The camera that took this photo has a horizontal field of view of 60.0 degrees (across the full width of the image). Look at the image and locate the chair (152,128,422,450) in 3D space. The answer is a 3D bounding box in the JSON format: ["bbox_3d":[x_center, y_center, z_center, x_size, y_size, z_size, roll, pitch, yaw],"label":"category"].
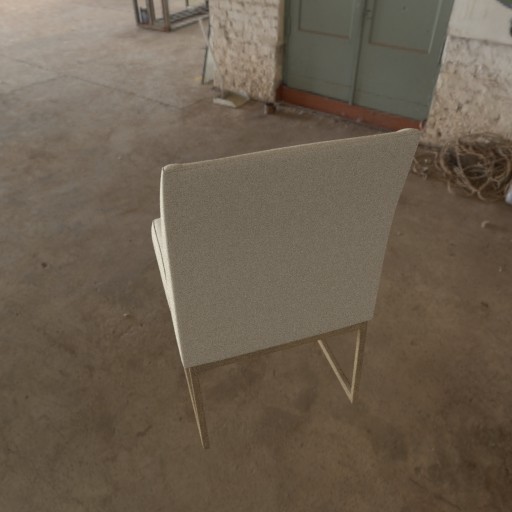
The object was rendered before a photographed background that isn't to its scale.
[{"bbox_3d":[0.000,0.000,1.192,0.508,0.863,0.522,-12,42,-14],"label":"chair"}]
